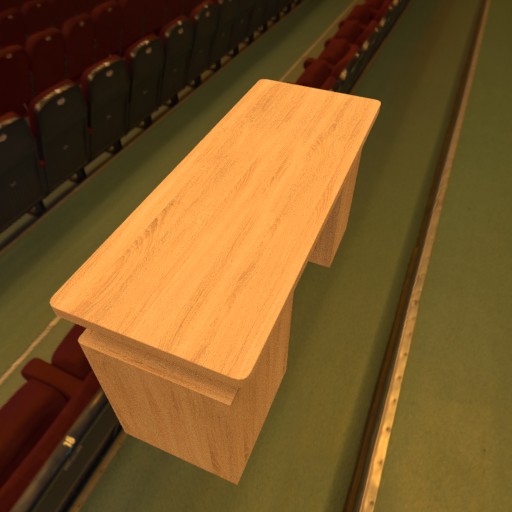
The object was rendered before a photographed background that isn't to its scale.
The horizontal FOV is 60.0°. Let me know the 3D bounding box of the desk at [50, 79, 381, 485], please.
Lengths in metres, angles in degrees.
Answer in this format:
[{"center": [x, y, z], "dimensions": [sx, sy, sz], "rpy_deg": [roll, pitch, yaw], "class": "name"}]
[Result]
[{"center": [0.000, 0.000, 1.754], "dimensions": [0.550, 0.760, 1.400], "rpy_deg": [17, 48, 16], "class": "desk"}]
